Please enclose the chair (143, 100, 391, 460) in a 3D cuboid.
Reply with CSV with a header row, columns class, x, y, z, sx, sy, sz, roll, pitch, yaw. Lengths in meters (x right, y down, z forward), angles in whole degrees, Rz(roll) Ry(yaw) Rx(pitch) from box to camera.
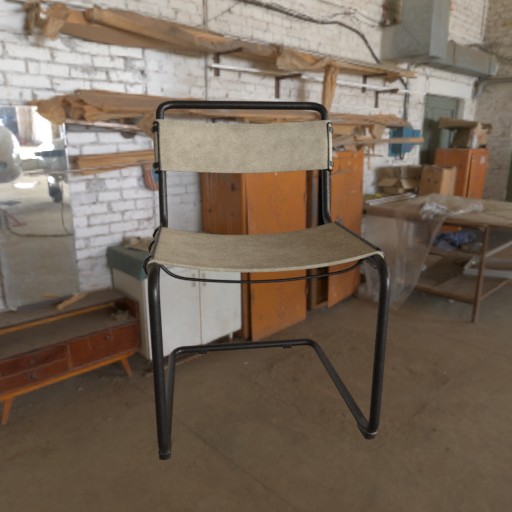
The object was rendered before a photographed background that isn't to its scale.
class,x,y,z,sx,sy,sz,roll,pitch,yaw
chair,0.000,0.000,1.074,0.499,0.747,0.497,-2,15,-8
